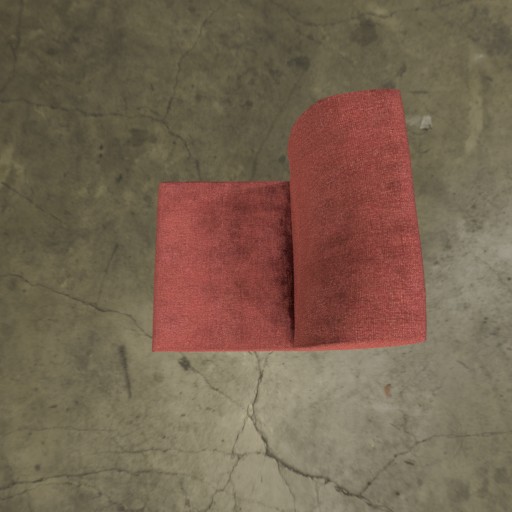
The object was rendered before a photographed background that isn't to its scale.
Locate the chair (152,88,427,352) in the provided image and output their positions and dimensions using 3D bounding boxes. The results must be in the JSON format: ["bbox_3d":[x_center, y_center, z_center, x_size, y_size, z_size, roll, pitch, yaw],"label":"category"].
[{"bbox_3d":[0.000,0.000,1.267,0.640,0.846,0.538,0,76,0],"label":"chair"}]
